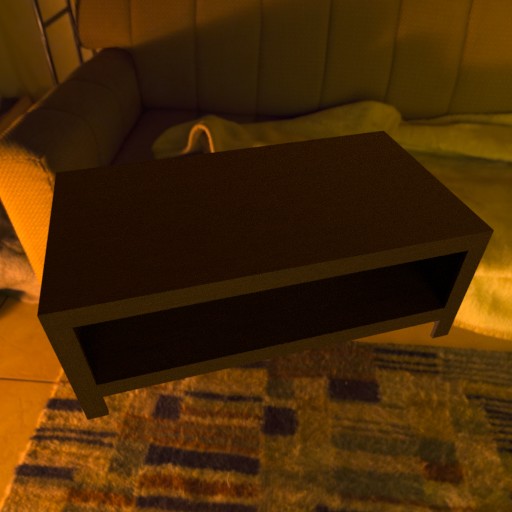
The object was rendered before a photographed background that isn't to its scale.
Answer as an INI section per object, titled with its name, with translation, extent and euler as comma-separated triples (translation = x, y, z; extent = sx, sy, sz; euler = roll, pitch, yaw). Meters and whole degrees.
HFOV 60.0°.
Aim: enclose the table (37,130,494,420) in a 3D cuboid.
[table]
translation = 0.000, 0.000, 1.380
extent = 1.099, 0.424, 0.597
euler = -10, 42, -11
